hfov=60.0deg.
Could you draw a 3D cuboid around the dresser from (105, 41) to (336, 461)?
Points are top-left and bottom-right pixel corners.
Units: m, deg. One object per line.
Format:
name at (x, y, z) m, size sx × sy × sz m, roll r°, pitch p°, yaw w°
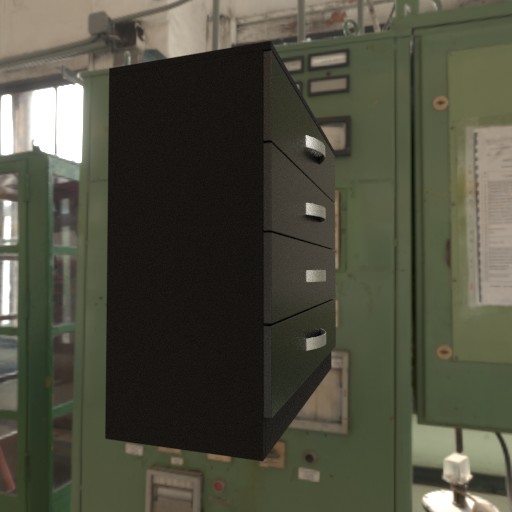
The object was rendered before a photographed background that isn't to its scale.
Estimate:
dresser at (0.000, 0.000, 1.159) m, size 0.360 × 0.720 × 0.750 m, roll -1°, pitch -2°, yaw 18°
